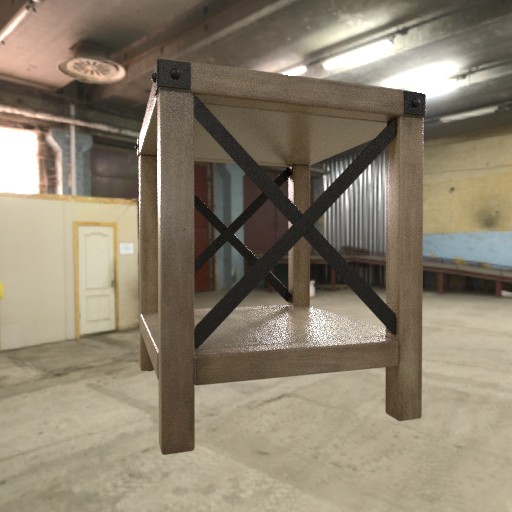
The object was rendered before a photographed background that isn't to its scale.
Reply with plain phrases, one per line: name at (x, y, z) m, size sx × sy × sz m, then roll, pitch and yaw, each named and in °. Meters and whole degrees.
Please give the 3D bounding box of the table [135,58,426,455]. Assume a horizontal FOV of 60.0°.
table at (0.000, 0.000, 0.918) m, size 0.459 × 0.561 × 0.510 m, roll 0°, pitch 1°, yaw -18°
